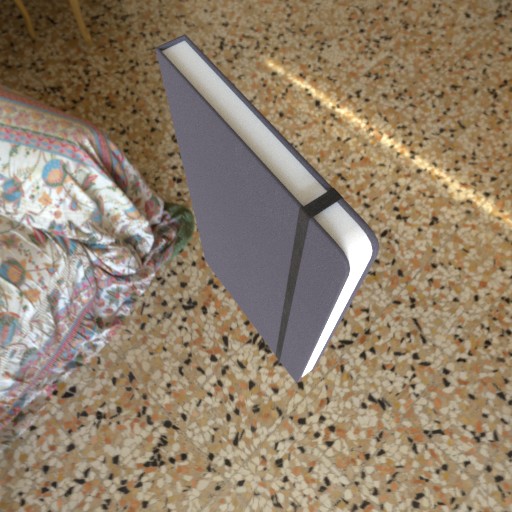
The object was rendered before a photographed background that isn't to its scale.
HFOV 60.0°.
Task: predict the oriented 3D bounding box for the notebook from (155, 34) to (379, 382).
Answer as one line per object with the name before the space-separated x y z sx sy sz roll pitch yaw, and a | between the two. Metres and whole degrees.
notebook | 0.000 0.000 0.264 0.016 0.213 0.127 -33 68 -15
